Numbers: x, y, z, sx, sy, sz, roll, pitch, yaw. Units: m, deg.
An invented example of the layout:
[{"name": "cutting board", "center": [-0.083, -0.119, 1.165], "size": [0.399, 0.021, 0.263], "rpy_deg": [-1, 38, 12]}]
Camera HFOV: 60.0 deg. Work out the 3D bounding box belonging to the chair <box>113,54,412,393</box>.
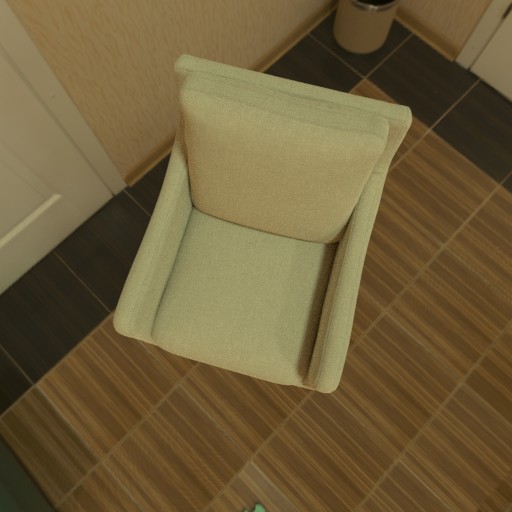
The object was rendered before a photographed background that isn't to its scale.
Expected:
[{"name": "chair", "center": [0.000, 0.000, 1.360], "size": [0.626, 0.914, 0.694], "rpy_deg": [15, 75, 4]}]
